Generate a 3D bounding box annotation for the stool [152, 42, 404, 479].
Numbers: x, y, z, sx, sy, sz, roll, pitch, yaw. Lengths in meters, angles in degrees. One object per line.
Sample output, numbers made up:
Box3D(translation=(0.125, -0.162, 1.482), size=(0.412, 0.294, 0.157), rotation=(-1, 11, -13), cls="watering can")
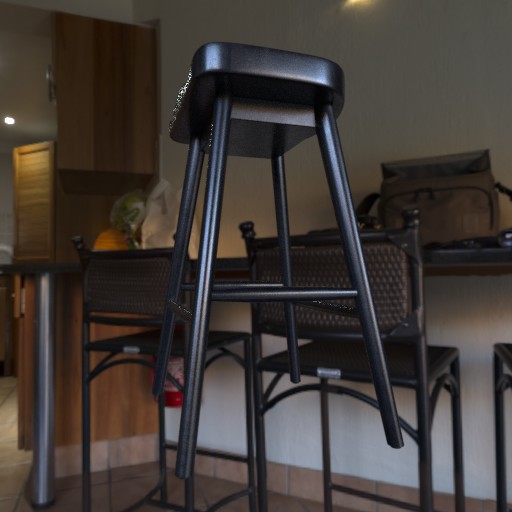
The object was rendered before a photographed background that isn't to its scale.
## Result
Box3D(translation=(0.000, 0.000, 0.859), size=(0.361, 0.615, 0.440), rotation=(1, -2, -17), cls="stool")
